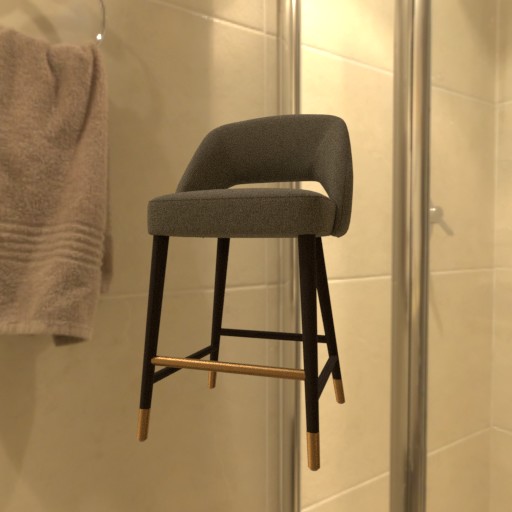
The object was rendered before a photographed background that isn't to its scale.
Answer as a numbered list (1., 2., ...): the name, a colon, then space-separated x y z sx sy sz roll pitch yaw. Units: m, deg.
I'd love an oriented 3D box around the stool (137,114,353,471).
1. stool: 0.000 0.000 1.272 0.536 0.925 0.524 1 2 19
